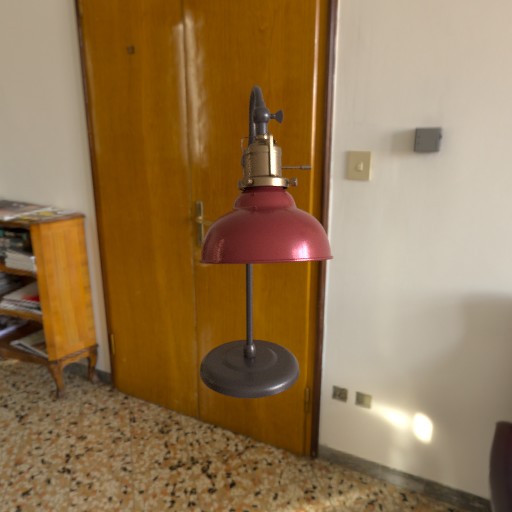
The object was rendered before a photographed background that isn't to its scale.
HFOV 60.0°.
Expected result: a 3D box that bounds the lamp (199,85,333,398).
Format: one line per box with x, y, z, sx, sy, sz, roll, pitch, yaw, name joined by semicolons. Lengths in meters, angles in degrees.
0.000;0.000;0.704;0.192;0.508;0.374;-2;16;-8;lamp
